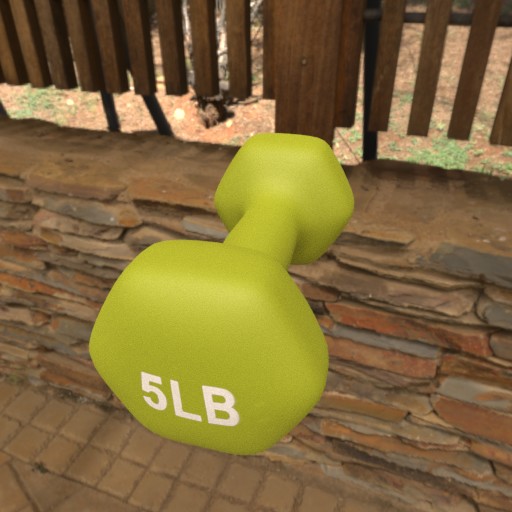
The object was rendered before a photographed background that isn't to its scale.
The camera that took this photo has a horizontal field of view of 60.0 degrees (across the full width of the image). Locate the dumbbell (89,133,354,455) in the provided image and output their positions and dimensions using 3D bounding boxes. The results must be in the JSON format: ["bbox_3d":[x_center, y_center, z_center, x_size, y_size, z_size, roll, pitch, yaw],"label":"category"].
[{"bbox_3d":[0.000,0.000,0.198,0.080,0.072,0.164,8,32,13],"label":"dumbbell"}]
